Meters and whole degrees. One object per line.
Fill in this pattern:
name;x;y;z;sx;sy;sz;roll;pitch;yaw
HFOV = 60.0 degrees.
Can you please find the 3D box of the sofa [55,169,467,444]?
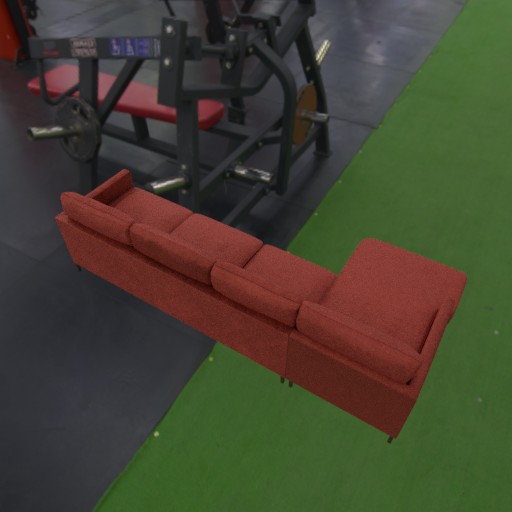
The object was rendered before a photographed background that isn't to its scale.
sofa;0.000;0.000;4.013;3.400;0.967;1.500;24;50;22
